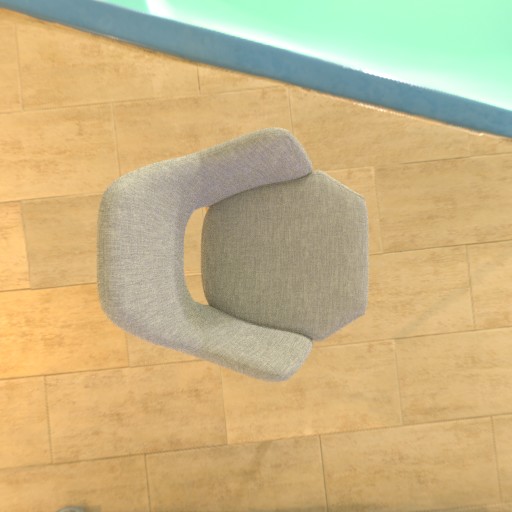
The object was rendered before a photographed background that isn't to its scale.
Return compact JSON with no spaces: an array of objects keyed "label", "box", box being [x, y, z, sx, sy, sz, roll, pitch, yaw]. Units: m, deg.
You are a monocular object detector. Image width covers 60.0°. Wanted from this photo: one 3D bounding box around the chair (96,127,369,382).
[{"label":"chair","box":[0.000,0.000,1.231,0.610,0.840,0.590,0,89,-1]}]
